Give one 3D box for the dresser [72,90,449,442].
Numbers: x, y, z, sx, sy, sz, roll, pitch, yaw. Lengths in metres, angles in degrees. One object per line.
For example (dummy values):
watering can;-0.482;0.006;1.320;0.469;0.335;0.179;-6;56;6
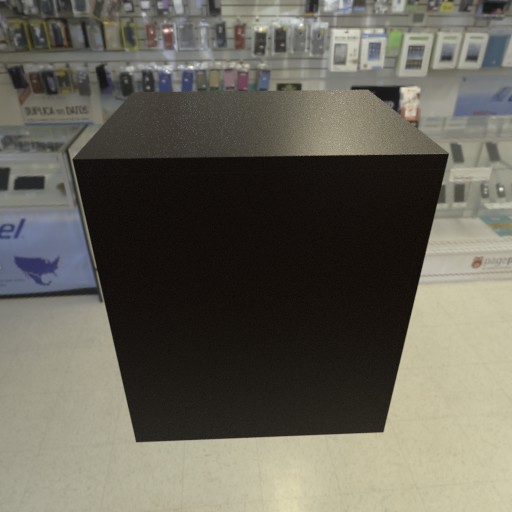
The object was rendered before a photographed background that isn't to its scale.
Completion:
dresser;0.000;0.000;0.746;0.400;0.470;0.360;-1;32;-2
